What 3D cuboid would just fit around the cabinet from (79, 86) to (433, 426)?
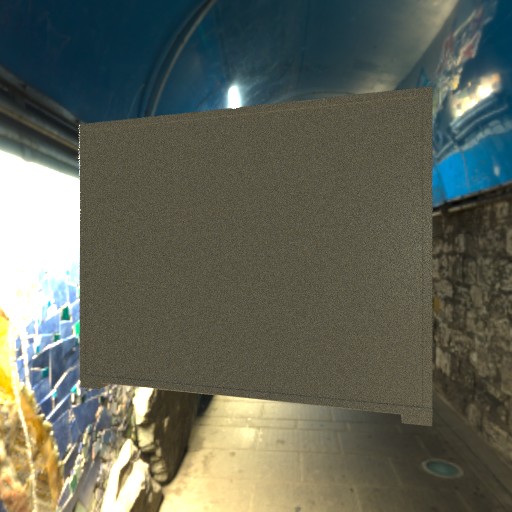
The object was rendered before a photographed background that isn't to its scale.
[{"bbox_3d":[0.000,0.000,1.385,1.000,0.800,0.400,0,0,18],"label":"cabinet"}]
